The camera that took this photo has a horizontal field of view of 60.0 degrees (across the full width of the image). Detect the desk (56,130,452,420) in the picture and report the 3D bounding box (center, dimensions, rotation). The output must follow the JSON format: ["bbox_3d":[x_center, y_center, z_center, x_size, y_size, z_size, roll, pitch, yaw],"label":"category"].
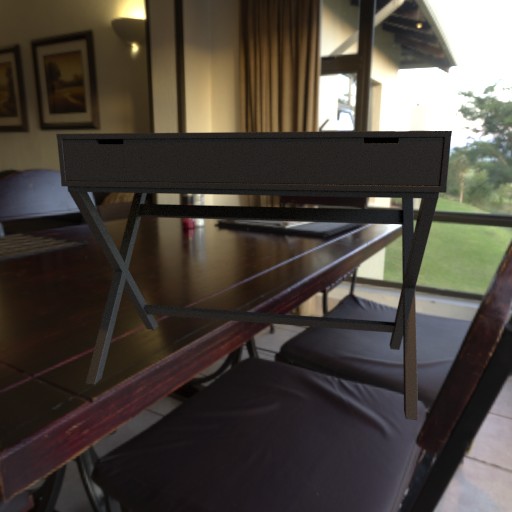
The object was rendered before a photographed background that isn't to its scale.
[{"bbox_3d":[0.000,0.000,1.488,1.057,0.780,0.504,3,13,11],"label":"desk"}]
